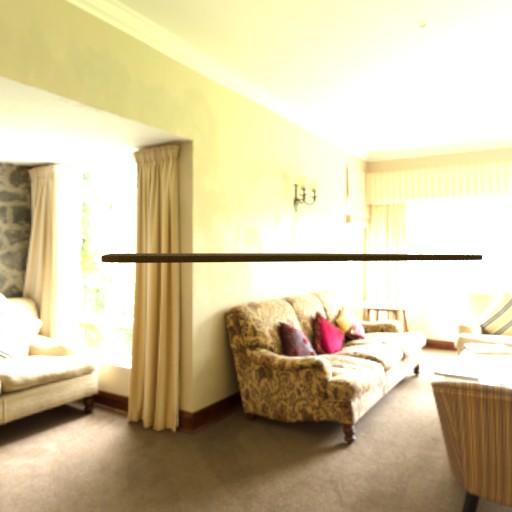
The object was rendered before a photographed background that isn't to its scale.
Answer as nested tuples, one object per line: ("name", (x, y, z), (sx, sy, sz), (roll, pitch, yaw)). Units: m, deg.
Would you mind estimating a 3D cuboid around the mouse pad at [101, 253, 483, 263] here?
("mouse pad", (0.000, 0.000, 0.318), (0.203, 0.003, 0.229), (0, 1, -17))
